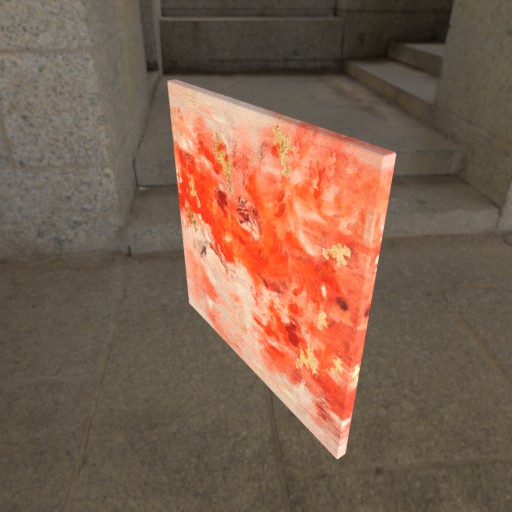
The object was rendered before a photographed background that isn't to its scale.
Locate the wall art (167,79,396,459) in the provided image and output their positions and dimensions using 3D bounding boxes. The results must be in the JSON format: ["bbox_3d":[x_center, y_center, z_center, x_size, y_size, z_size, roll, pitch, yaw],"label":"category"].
[{"bbox_3d":[0.000,0.000,1.332,0.066,0.878,0.878,-20,37,-29],"label":"wall art"}]
